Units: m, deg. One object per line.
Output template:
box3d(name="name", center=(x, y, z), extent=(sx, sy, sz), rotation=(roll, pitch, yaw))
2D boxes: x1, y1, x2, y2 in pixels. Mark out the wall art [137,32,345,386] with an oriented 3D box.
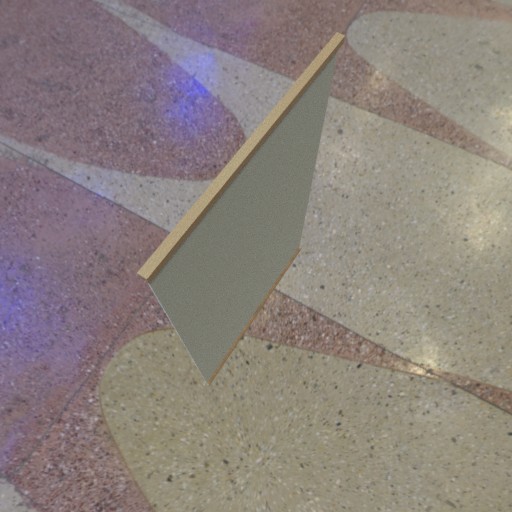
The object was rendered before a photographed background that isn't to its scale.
box3d(name="wall art", center=(0.000, 0.000, 1.909), extent=(0.030, 1.519, 0.990), rotation=(30, 68, 14))
